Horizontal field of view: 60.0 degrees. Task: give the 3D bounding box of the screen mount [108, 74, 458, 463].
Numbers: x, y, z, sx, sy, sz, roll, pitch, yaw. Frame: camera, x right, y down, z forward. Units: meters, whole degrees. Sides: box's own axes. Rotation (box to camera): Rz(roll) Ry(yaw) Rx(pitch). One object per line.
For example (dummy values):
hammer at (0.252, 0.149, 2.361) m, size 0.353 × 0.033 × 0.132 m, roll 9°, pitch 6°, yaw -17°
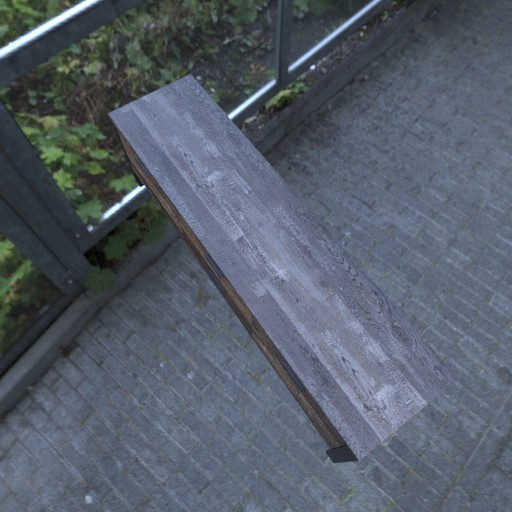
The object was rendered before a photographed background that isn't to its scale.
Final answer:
screen mount at (0.000, 0.000, 1.734) m, size 0.395 × 0.450 × 1.524 m, roll -32°, pitch 68°, yaw -14°
